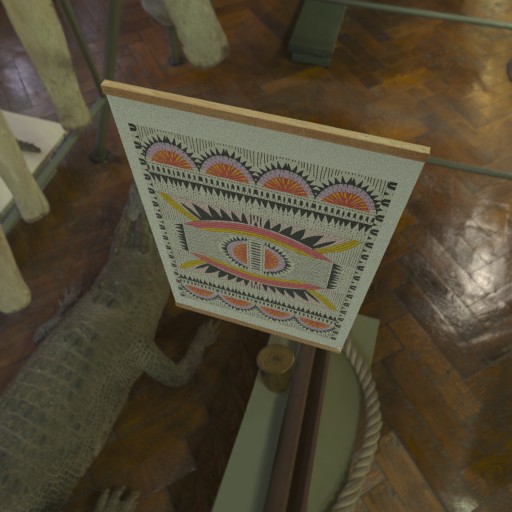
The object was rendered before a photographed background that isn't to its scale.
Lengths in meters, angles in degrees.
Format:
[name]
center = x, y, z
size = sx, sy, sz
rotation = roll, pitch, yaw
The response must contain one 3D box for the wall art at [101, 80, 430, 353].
[wall art]
center = 0.000, 0.000, 1.941
size = 0.999, 1.533, 0.028
rotation = 15, 59, 9
